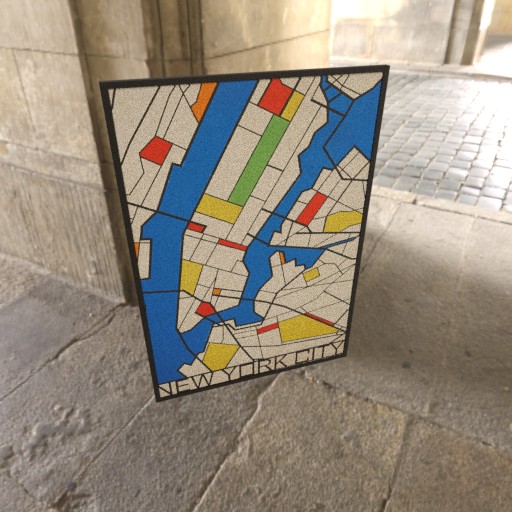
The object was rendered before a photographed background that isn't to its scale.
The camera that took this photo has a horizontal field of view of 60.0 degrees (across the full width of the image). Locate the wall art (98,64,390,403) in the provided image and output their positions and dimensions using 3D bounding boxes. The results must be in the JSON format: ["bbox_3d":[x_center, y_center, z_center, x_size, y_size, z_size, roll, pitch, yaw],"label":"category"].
[{"bbox_3d":[0.000,0.000,0.847,0.457,0.657,0.013,-10,34,-15],"label":"wall art"}]
